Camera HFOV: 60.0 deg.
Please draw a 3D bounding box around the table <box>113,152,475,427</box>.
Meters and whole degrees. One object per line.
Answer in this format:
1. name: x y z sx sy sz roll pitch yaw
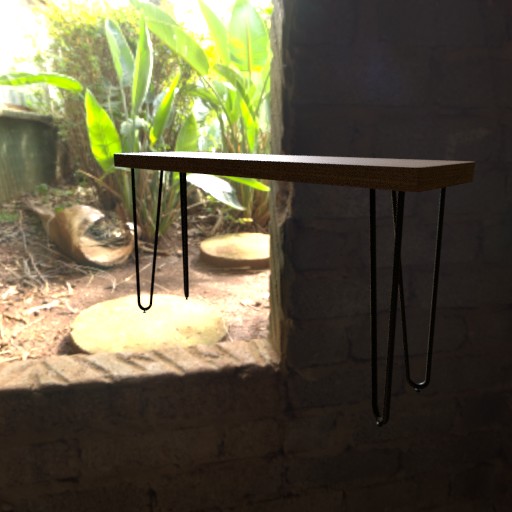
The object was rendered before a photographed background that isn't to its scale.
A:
1. table: 0.000 0.000 1.907 1.570 0.834 0.425 14 20 42
